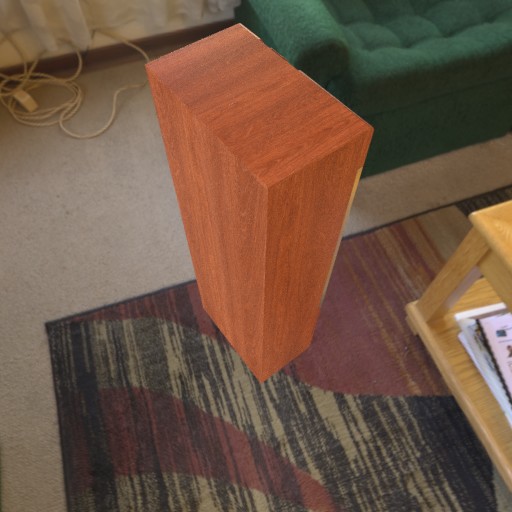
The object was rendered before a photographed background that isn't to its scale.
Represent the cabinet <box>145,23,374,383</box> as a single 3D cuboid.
[{"bbox_3d":[0.000,0.000,2.235,0.420,1.980,0.660,-33,64,-18],"label":"cabinet"}]
